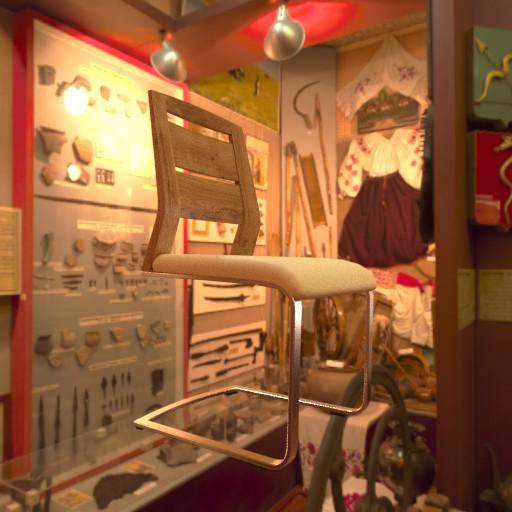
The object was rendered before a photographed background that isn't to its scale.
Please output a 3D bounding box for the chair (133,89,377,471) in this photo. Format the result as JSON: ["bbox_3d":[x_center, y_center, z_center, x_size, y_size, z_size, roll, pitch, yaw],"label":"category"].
[{"bbox_3d":[0.000,0.000,1.264,0.561,0.955,0.457,-1,-1,35],"label":"chair"}]
